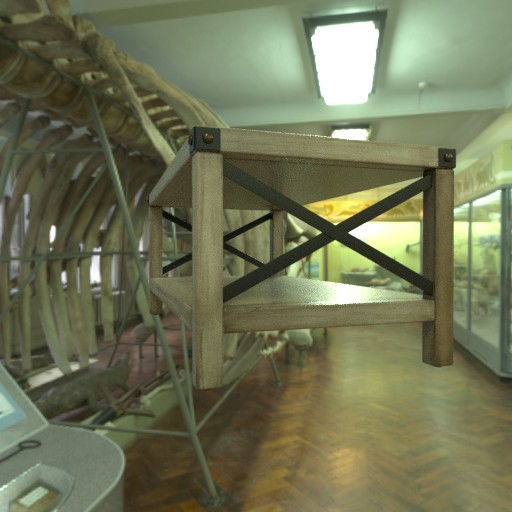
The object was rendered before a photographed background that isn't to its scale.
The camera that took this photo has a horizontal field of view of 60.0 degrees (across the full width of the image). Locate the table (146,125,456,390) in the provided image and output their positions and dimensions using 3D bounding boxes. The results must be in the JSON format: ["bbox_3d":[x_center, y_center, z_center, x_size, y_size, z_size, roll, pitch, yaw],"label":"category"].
[{"bbox_3d":[0.000,0.000,1.308,0.559,0.456,1.016,0,1,-18],"label":"table"}]
